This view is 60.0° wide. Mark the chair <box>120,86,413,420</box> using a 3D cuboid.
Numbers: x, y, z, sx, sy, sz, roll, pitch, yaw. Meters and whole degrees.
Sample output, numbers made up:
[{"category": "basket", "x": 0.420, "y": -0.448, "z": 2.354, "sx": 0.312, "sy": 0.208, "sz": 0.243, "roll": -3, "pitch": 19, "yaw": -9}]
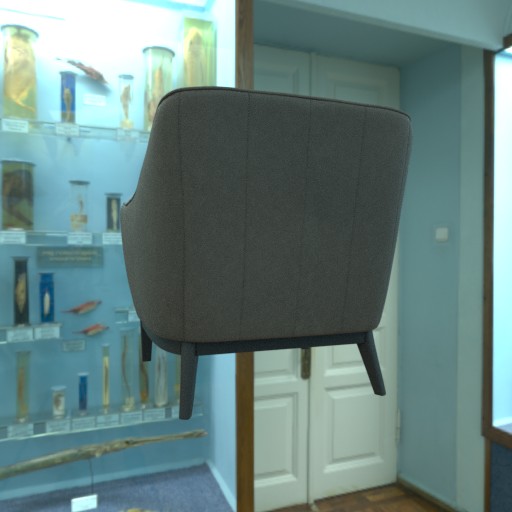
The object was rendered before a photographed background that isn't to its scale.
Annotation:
[{"category": "chair", "x": 0.000, "y": 0.000, "z": 1.520, "sx": 0.871, "sy": 0.830, "sz": 0.852, "roll": 0, "pitch": 1, "yaw": -19}]
